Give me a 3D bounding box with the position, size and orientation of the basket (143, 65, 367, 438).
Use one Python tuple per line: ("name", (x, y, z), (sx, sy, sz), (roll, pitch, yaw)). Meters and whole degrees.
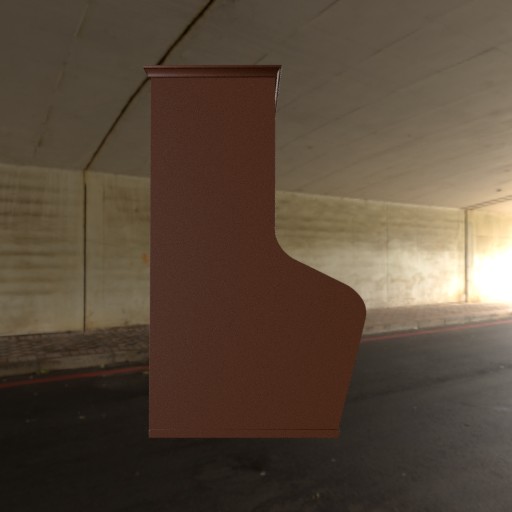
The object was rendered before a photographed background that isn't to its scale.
("basket", (0.000, 0.000, 1.133), (0.376, 0.625, 0.792), (0, -1, 0))
